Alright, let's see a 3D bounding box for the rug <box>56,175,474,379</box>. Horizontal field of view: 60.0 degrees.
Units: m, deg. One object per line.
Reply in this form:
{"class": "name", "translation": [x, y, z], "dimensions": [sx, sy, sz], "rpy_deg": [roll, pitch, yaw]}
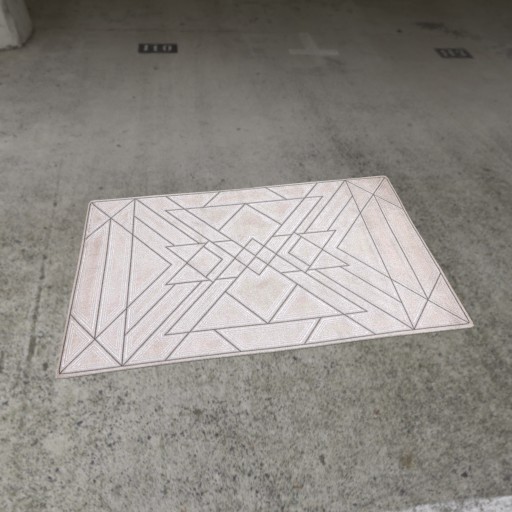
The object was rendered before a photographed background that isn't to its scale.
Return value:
{"class": "rug", "translation": [0.000, 0.000, 3.104], "dimensions": [2.459, 0.023, 1.575], "rpy_deg": [-6, 46, -6]}
